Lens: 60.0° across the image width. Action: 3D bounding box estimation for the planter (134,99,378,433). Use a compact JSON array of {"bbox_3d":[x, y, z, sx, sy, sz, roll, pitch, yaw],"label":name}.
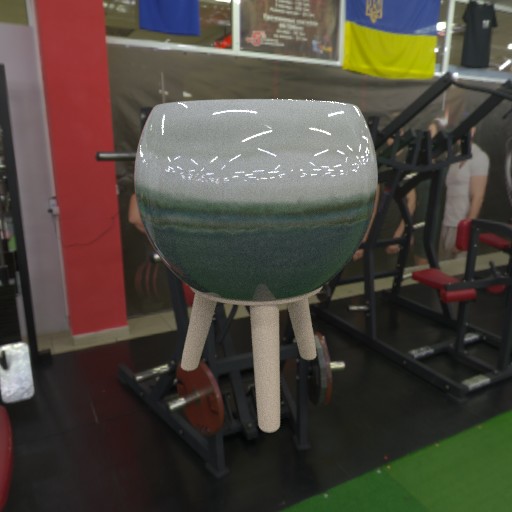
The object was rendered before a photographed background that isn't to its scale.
[{"bbox_3d":[0.000,0.000,0.436,0.222,0.278,0.222,0,15,0],"label":"planter"}]
